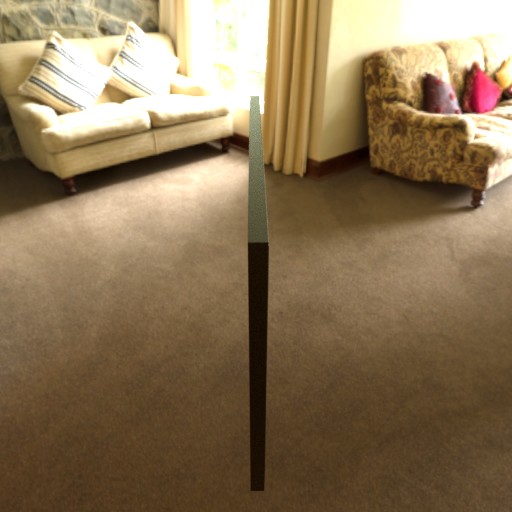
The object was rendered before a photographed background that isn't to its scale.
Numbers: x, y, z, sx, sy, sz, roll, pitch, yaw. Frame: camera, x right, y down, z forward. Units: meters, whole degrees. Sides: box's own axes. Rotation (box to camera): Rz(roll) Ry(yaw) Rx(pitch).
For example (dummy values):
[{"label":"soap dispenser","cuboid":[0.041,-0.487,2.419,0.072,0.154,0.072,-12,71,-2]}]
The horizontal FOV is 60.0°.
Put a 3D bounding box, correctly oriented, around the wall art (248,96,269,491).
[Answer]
[{"label":"wall art","cuboid":[0.000,0.000,0.846,0.022,0.446,0.659,0,32,0]}]
